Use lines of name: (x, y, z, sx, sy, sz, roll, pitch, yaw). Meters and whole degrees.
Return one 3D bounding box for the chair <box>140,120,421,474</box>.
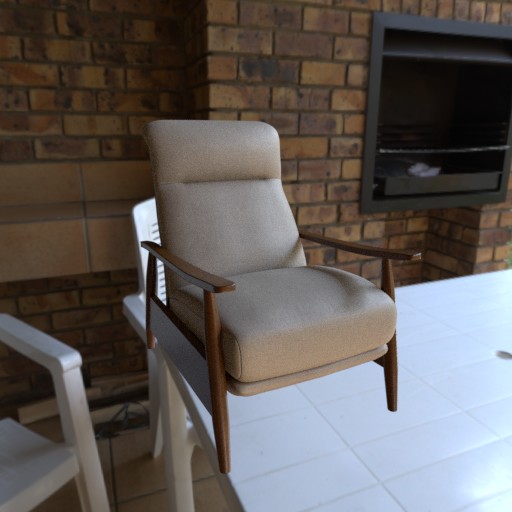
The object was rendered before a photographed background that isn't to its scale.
chair: (0.000, 0.000, 1.814, 0.762, 1.082, 1.030, -8, 17, -26)
